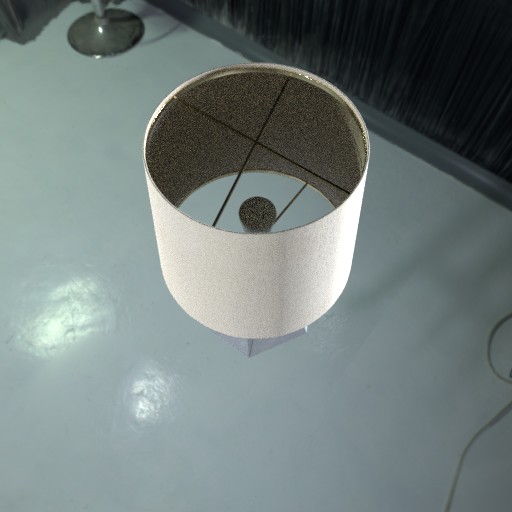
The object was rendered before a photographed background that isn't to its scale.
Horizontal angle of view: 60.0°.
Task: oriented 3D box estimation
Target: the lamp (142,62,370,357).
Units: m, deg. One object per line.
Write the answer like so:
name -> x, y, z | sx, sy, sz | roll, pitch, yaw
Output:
lamp -> 0.000, 0.000, 0.668 | 0.276, 0.501, 0.276 | 0, 62, 0
